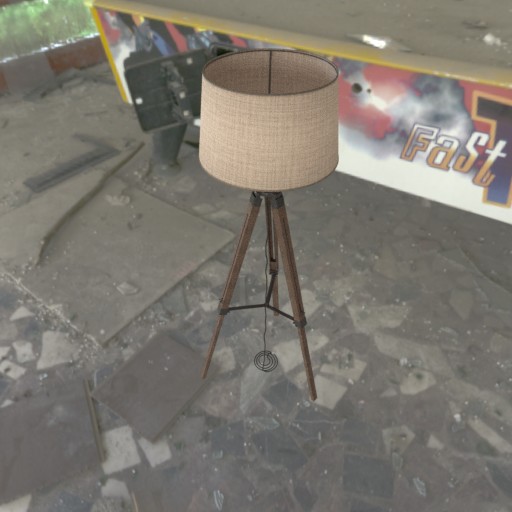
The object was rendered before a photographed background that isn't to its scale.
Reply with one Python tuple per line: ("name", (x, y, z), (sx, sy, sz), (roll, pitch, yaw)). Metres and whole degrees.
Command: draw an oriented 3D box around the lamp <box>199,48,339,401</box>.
("lamp", (0.000, 0.000, 1.859), (0.587, 1.510, 0.604), (-12, 42, -14))
